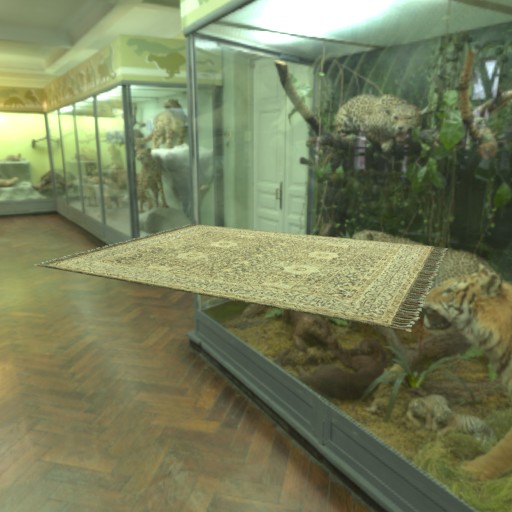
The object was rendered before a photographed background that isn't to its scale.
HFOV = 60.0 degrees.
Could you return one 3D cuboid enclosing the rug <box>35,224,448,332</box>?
[{"bbox_3d":[0.000,0.000,4.328,3.291,0.017,2.431,7,15,26],"label":"rug"}]
